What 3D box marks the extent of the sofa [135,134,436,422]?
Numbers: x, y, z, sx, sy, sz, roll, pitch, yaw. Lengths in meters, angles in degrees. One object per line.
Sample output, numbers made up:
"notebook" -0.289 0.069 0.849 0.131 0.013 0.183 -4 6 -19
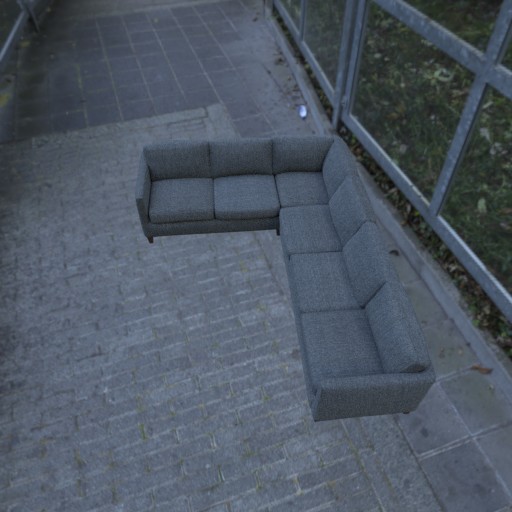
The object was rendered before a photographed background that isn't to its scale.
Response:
"sofa" 0.000 0.000 4.600 2.593 0.947 3.302 -4 48 -3
